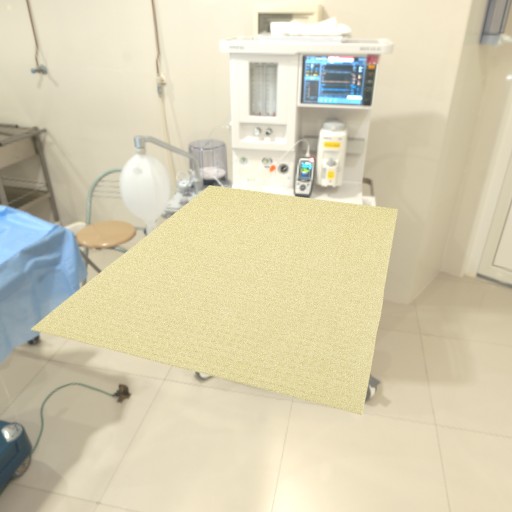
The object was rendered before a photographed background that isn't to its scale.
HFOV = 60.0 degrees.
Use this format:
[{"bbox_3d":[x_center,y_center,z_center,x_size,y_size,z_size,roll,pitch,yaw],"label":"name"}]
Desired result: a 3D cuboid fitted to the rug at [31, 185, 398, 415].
[{"bbox_3d":[0.000,0.000,4.273,2.452,0.016,3.204,10,31,17],"label":"rug"}]
